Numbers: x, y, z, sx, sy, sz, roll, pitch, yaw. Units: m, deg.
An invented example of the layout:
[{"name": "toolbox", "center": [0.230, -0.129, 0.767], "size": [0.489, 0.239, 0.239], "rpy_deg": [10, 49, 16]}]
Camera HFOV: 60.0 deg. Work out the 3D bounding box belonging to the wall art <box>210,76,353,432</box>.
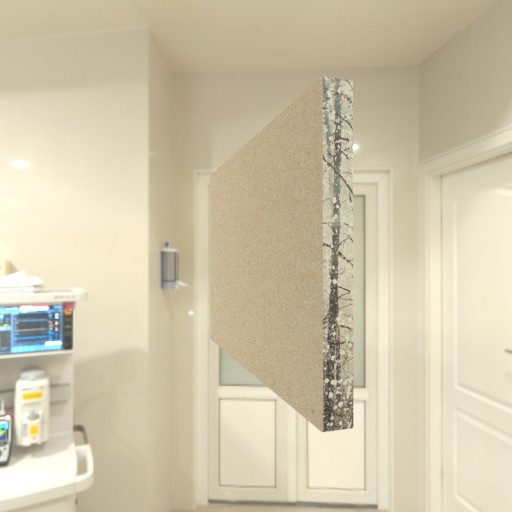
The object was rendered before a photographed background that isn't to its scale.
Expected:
[{"name": "wall art", "center": [0.000, 0.000, 0.794], "size": [0.042, 0.398, 0.618], "rpy_deg": [0, -1, -17]}]
